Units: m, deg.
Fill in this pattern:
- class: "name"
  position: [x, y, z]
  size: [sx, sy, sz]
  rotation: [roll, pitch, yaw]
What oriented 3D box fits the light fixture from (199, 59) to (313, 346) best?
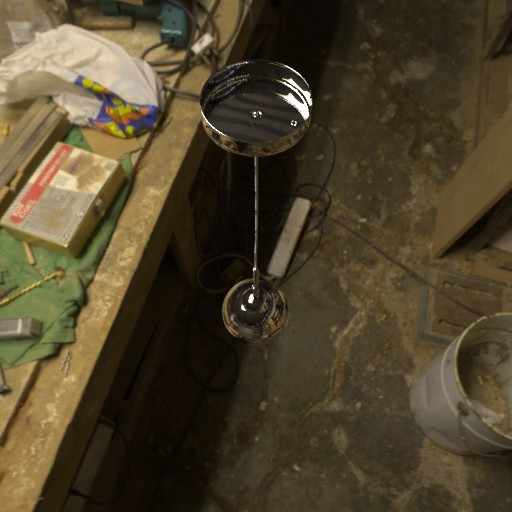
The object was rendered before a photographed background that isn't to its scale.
- class: "light fixture"
  position: [0.000, 0.000, 1.659]
  size: [0.336, 1.538, 0.336]
  rotation: [15, 64, 7]
